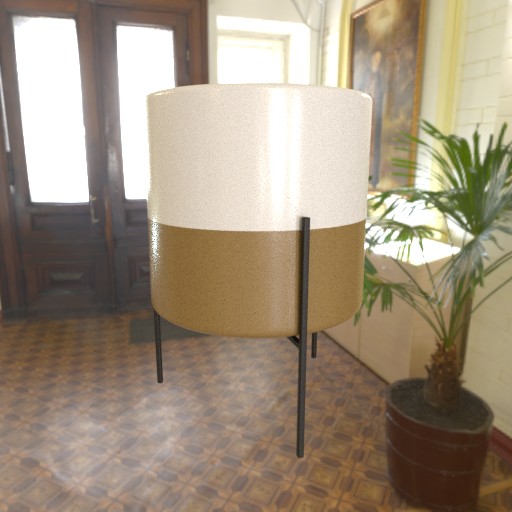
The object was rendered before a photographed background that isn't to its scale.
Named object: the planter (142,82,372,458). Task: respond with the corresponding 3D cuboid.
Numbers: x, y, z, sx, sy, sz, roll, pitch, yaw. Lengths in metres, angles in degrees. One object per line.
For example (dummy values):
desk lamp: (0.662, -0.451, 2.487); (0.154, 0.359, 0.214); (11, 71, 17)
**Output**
planter: (0.000, 0.000, 0.645); (0.310, 0.432, 0.310); (6, 14, 25)
